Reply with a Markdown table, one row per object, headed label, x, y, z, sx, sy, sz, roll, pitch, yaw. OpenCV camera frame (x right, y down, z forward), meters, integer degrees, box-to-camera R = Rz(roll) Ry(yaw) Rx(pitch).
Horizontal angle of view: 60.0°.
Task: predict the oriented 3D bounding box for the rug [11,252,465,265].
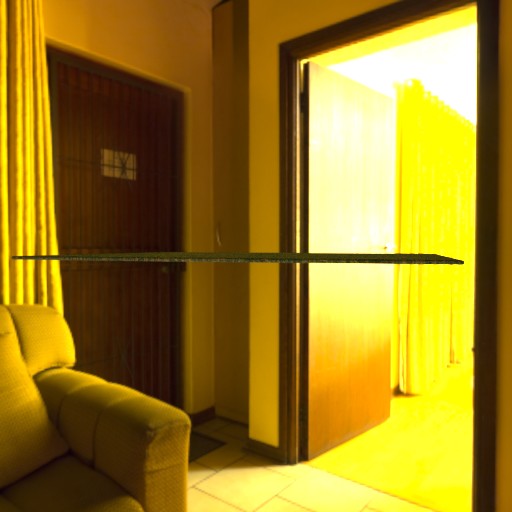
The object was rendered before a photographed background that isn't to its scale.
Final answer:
| label | x | y | z | sx | sy | sz | roll | pitch | yaw |
| --- | --- | --- | --- | --- | --- | --- | --- | --- | --- |
| rug | 0.000 | 0.000 | 4.079 | 3.217 | 0.027 | 2.405 | 0 | 1 | 18 |
